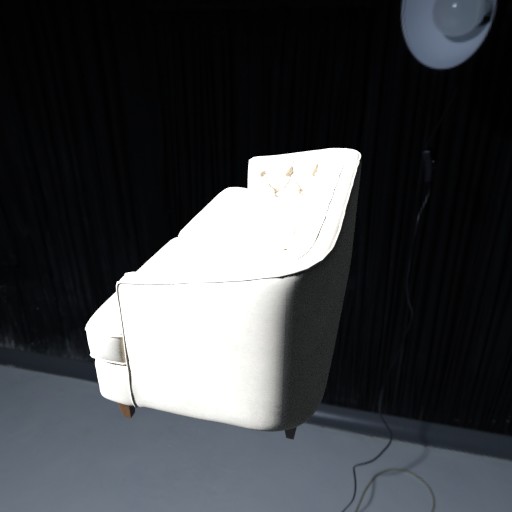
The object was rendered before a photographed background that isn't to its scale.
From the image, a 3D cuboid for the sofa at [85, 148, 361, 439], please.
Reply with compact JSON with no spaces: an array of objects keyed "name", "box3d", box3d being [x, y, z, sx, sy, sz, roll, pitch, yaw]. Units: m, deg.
[{"name":"sofa","box3d":[0.000,0.000,2.332,0.940,0.878,1.731,8,29,14]}]
